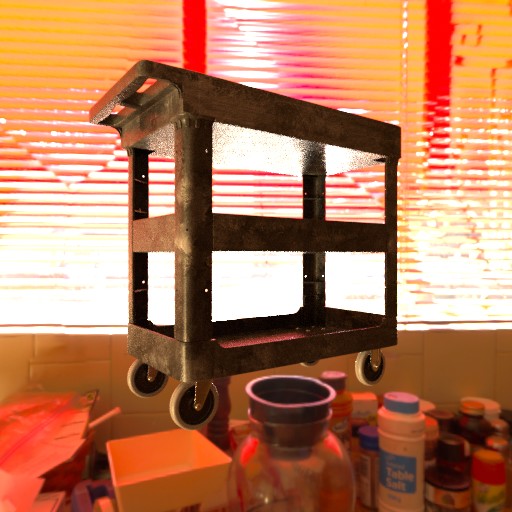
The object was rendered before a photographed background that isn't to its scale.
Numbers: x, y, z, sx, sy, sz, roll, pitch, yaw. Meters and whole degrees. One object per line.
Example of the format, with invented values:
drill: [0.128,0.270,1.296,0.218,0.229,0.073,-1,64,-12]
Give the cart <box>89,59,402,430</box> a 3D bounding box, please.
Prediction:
cart: [0.000,0.000,1.336,0.877,0.824,0.420,0,0,-35]
